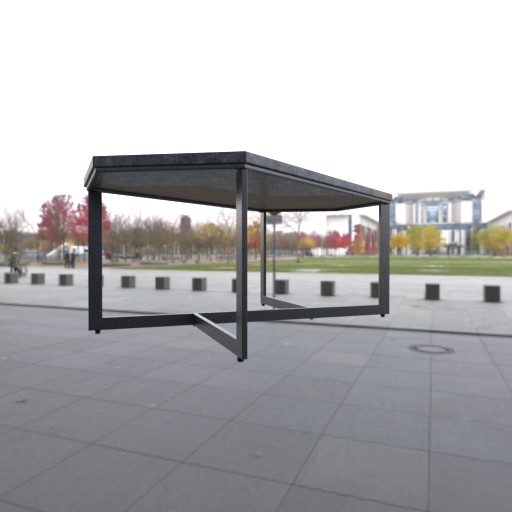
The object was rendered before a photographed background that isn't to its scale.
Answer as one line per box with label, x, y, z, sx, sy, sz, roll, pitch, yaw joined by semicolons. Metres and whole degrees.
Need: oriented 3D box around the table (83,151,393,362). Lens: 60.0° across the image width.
table;0.000;0.000;1.481;0.609;0.457;1.219;0;1;37
